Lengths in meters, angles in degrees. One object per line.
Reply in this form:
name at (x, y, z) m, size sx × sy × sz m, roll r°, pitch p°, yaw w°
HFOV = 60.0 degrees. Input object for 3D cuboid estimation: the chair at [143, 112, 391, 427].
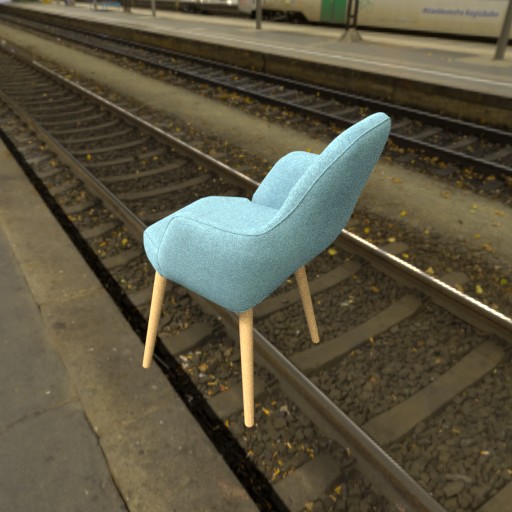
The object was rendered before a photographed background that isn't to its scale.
chair at (0.000, 0.000, 1.357) m, size 0.666 × 0.920 × 0.589 m, roll 19°, pitch 36°, yaw 28°
